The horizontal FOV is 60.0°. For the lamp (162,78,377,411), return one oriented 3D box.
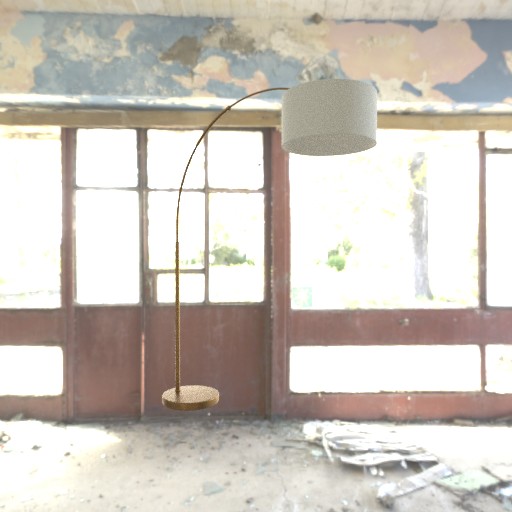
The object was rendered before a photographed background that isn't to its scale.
[{"bbox_3d":[0.000,0.000,2.617,1.434,1.927,0.493,0,1,36],"label":"lamp"}]
